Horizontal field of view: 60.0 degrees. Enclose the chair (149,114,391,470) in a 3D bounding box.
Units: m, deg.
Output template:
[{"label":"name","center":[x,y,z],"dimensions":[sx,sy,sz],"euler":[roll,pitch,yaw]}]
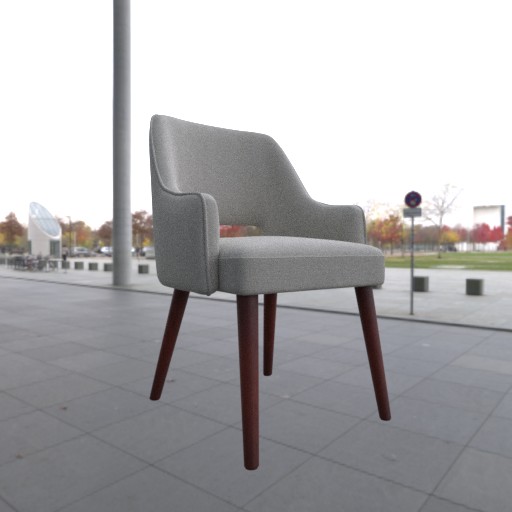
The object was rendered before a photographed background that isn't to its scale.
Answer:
[{"label":"chair","center":[0.000,0.000,1.235],"dimensions":[0.560,0.840,0.580],"euler":[-1,1,-36]}]
